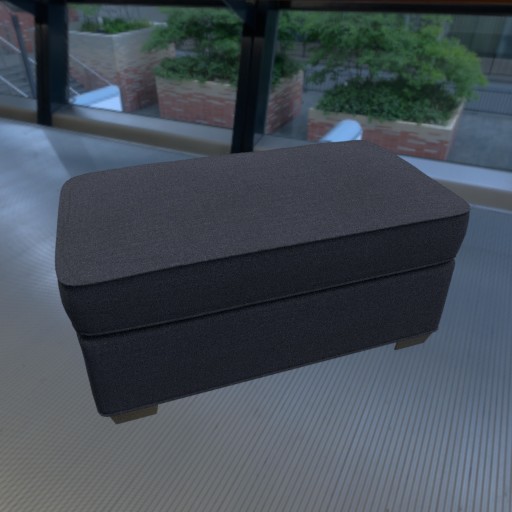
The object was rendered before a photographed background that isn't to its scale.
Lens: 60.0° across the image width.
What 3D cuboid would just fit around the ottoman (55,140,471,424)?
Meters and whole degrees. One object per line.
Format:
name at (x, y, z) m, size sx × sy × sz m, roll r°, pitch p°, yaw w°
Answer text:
ottoman at (0.000, 0.000, 1.157) m, size 0.895 × 0.453 × 0.505 m, roll -10°, pitch 35°, yaw -15°
